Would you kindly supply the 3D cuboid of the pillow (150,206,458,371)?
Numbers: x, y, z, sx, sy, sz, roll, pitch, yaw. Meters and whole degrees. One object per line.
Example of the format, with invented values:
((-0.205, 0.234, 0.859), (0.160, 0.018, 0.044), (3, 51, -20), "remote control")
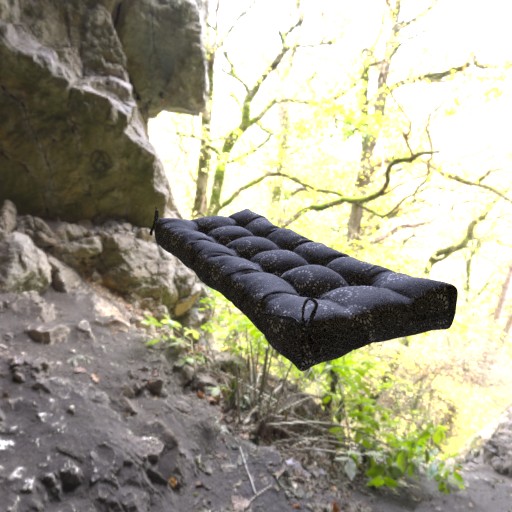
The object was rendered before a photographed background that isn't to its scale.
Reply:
((0.000, 0.000, 1.411), (0.511, 0.174, 1.194), (-8, 18, -26), "pillow")
